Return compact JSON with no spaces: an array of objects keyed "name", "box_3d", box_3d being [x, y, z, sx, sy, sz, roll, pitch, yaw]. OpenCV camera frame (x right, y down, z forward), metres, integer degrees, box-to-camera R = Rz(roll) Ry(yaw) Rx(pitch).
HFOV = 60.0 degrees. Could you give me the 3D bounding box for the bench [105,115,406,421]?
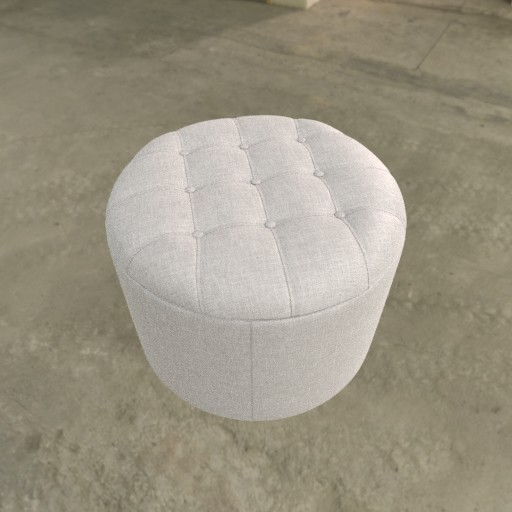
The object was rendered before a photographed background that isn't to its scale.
[{"name":"bench","box_3d":[0.000,0.000,1.014,0.600,0.453,0.600,0,46,0]}]
